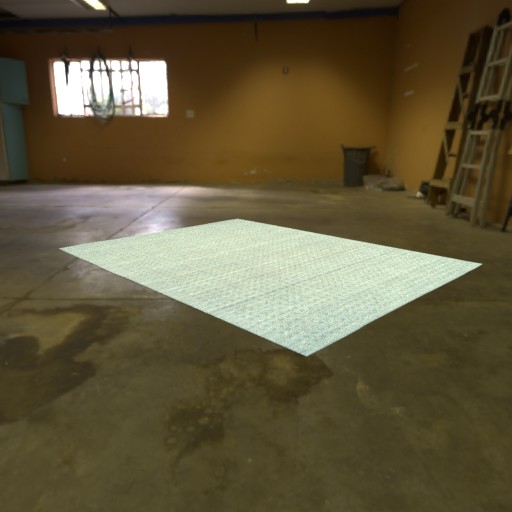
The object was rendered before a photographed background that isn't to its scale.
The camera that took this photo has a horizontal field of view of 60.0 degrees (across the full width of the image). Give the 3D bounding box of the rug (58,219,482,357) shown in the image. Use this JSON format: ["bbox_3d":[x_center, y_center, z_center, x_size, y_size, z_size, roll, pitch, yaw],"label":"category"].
[{"bbox_3d":[0.000,0.000,4.156,2.443,0.007,3.200,-14,20,-43],"label":"rug"}]
